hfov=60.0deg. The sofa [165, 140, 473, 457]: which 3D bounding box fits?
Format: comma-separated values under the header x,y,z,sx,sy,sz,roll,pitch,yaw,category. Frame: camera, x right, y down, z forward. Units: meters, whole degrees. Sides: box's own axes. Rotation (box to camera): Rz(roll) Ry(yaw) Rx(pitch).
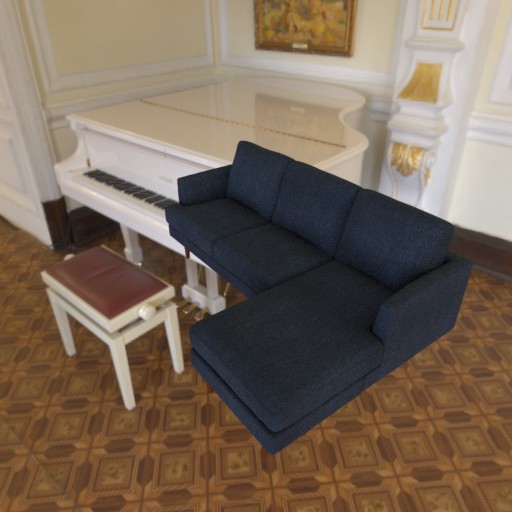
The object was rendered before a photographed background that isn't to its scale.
x,y,z,sx,sy,sz,roll,pitch,yaw,category
0.000,0.000,3.051,1.504,0.956,2.233,-22,37,-31,sofa
